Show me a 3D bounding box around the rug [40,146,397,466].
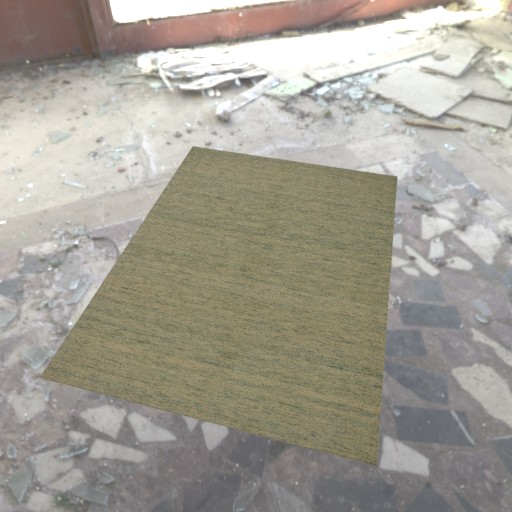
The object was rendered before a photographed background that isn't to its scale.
[{"bbox_3d":[0.000,0.000,4.109,2.437,0.014,3.201,11,47,10],"label":"rug"}]
